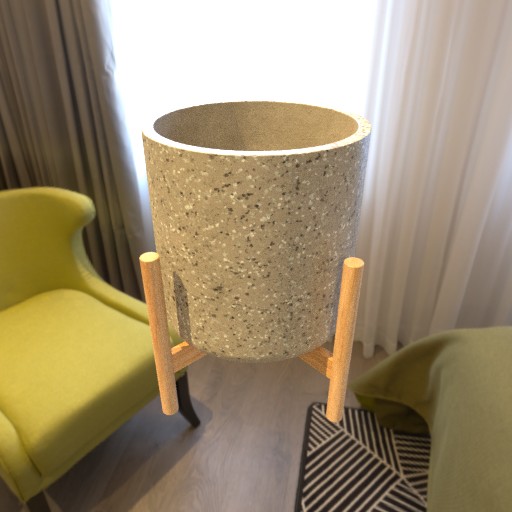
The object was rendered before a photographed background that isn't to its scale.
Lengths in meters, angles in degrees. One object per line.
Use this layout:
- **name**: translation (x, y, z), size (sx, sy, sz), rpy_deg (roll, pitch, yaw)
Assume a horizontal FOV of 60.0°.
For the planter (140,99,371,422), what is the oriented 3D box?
- **planter**: translation (0.000, 0.000, 0.701), size (0.360, 0.419, 0.360), rpy_deg (-10, 32, -17)
